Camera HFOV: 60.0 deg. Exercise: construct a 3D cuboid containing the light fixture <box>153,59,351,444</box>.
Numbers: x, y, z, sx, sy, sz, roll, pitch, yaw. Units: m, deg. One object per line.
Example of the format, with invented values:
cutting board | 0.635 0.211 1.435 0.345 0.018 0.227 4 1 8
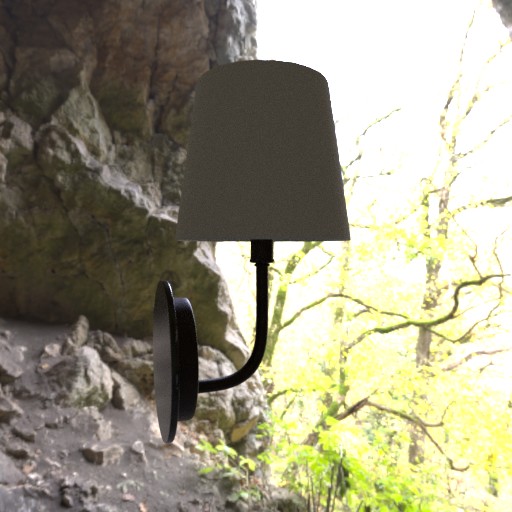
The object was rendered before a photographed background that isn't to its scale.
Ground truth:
light fixture | 0.000 0.000 0.440 0.188 0.337 0.168 0 1 -19
